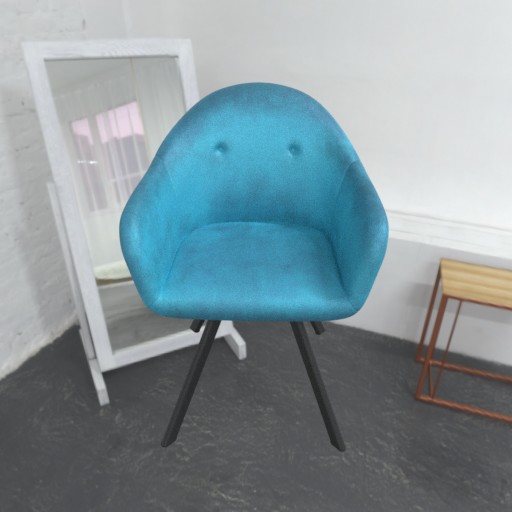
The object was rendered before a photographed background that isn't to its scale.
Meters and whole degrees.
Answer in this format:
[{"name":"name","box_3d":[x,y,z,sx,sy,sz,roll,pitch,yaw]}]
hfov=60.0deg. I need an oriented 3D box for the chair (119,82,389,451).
[{"name":"chair","box_3d":[0.000,0.000,1.155,0.540,0.780,0.570,1,29,1]}]
